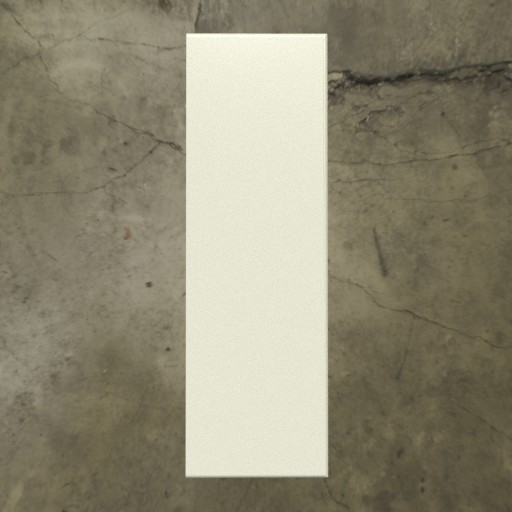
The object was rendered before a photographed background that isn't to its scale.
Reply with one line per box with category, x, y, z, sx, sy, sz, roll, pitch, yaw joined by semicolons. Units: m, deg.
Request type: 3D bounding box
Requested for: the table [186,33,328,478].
table;0.000;0.000;1.591;0.384;0.808;1.197;0;89;0
